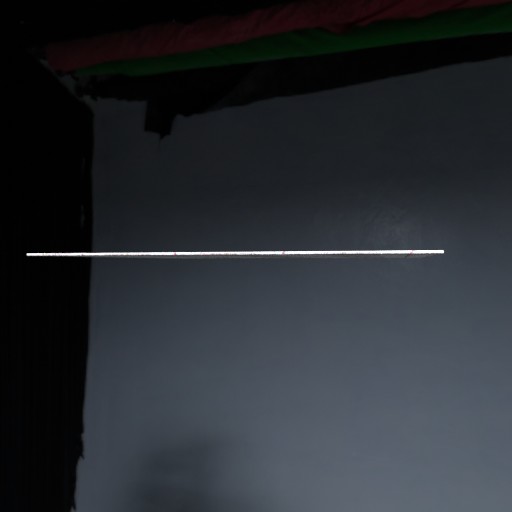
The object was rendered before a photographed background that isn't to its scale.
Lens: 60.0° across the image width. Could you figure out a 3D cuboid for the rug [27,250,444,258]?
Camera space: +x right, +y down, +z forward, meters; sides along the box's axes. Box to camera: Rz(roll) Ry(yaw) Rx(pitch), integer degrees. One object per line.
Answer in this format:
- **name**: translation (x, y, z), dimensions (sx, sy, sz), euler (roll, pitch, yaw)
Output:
- **rug**: translation (0.000, 0.000, 4.061), dimensions (2.959, 0.016, 2.317), euler (0, -1, 17)
